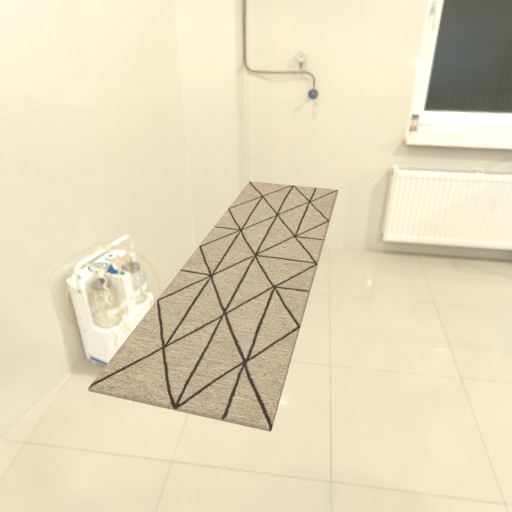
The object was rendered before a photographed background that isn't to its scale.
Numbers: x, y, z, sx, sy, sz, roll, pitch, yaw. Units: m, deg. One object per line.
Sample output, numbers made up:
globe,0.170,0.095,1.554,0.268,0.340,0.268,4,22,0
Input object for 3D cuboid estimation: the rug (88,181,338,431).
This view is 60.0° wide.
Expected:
rug,0.000,0.000,2.722,0.762,0.012,2.438,8,31,13
